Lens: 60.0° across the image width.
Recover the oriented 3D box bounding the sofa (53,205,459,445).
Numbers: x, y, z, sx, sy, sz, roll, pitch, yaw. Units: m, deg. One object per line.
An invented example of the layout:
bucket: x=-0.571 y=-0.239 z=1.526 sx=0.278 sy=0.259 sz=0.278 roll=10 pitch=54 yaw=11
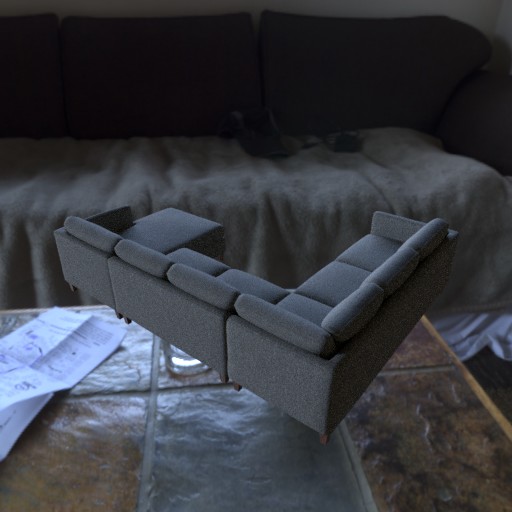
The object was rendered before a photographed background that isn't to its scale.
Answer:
sofa: x=0.000 y=0.000 z=4.543 sx=3.238 sy=0.853 sz=2.551 roll=21 pitch=35 yaw=33
